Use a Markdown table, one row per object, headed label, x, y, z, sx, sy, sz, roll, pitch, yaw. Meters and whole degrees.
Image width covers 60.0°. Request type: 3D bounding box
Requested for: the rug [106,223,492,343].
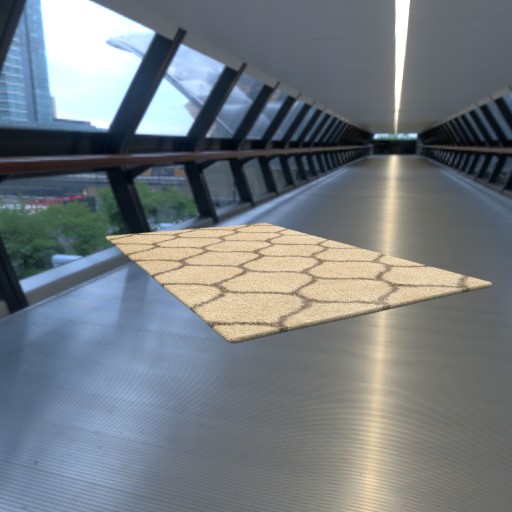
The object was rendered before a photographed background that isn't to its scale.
| label | x | y | z | sx | sy | sz | roll | pitch | yaw |
| --- | --- | --- | --- | --- | --- | --- | --- | --- | --- |
| rug | 0.000 | 0.000 | 2.930 | 1.501 | 0.024 | 2.348 | -7 | 15 | -28 |
